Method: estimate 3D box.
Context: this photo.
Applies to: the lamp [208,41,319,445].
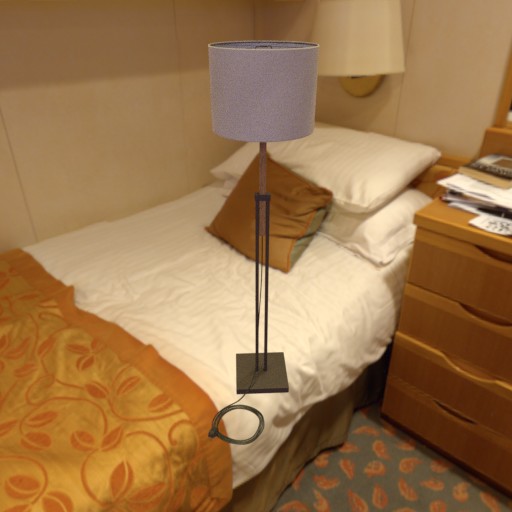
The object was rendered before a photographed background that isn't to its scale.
[{"bbox_3d":[0.000,0.000,1.931,0.474,1.650,0.639,-1,29,-2],"label":"lamp"}]
